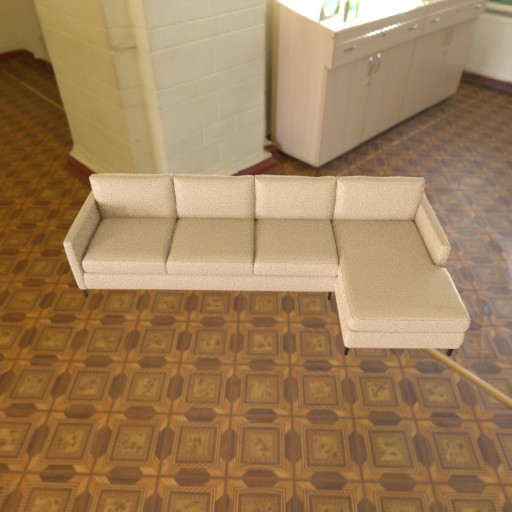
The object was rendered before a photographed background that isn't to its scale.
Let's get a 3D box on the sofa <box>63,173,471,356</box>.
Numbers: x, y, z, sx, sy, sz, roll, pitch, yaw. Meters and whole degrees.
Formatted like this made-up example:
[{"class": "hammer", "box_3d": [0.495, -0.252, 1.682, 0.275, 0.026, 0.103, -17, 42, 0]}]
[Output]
[{"class": "sofa", "box_3d": [0.000, 0.000, 3.237, 2.731, 0.755, 1.258, 1, 40, 1]}]
